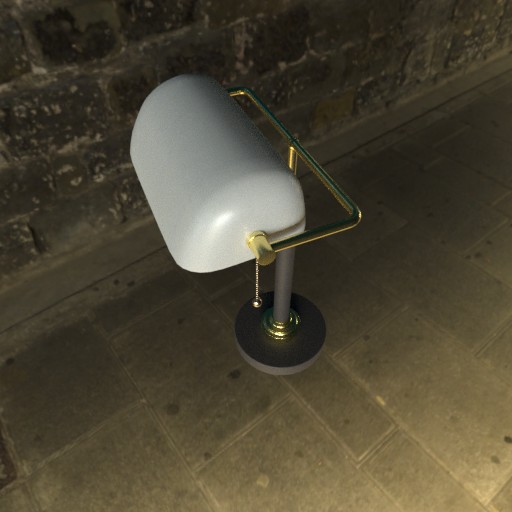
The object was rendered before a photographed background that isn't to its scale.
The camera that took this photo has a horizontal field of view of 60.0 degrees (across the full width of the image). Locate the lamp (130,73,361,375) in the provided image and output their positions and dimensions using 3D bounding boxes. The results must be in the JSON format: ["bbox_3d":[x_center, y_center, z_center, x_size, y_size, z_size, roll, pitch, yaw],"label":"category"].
[{"bbox_3d":[0.000,0.000,0.550,0.227,0.404,0.269,-18,50,-16],"label":"lamp"}]
